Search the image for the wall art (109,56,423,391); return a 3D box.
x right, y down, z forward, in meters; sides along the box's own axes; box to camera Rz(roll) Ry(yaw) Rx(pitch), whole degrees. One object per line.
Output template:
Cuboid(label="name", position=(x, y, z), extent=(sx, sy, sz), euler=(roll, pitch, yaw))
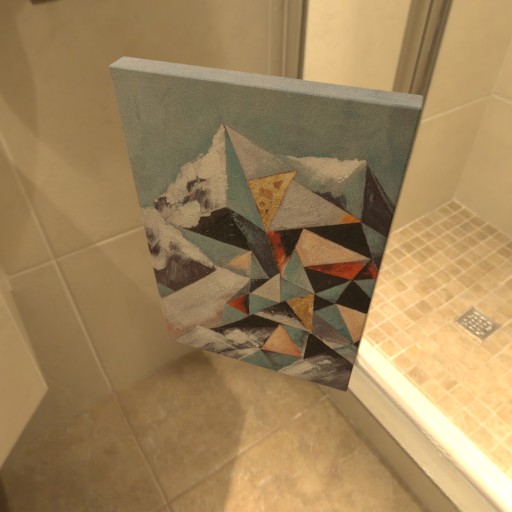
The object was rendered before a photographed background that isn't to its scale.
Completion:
Cuboid(label="wall art", position=(0.000, 0.000, 1.147), extent=(0.609, 0.911, 0.061), euler=(13, 45, 14))
